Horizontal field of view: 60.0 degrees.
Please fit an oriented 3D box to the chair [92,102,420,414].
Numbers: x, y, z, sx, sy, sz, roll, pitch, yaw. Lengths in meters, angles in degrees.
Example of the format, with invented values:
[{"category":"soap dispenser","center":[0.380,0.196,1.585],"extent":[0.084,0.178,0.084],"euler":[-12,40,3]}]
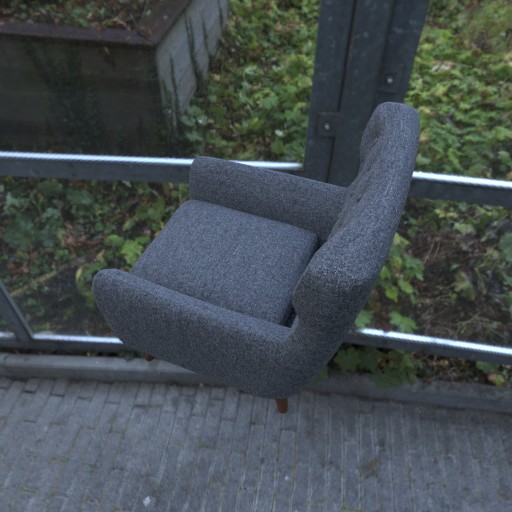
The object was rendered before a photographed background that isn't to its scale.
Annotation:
[{"category":"chair","center":[0.000,0.000,1.722],"extent":[0.940,1.039,0.889],"euler":[17,49,15]}]
